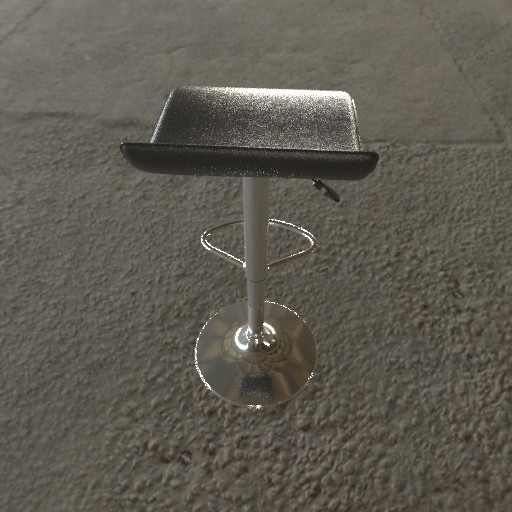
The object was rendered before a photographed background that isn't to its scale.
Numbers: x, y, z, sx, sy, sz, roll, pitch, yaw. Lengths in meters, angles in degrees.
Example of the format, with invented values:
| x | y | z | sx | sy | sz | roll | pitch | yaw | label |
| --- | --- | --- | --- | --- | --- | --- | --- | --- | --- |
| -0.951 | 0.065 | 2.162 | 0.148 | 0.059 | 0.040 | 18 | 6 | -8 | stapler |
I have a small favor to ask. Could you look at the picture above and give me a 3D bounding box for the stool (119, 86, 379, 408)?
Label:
| x | y | z | sx | sy | sz | roll | pitch | yaw | label |
| --- | --- | --- | --- | --- | --- | --- | --- | --- | --- |
| 0.000 | 0.000 | 1.064 | 0.381 | 0.851 | 0.381 | 3 | 47 | 3 | stool |
